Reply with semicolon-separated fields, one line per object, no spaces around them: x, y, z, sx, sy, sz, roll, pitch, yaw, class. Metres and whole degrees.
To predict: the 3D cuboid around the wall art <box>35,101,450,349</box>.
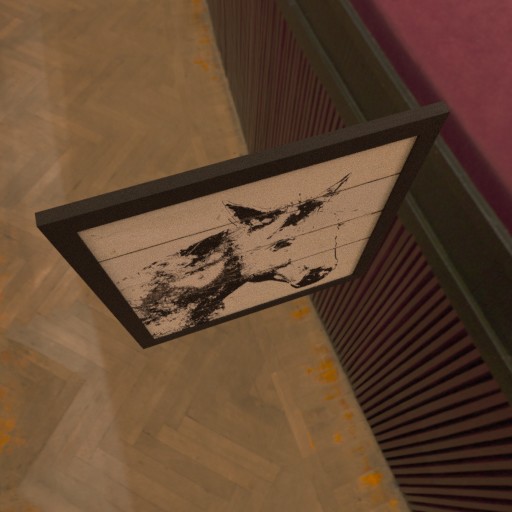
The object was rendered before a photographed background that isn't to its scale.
0.000;0.000;1.493;1.016;1.016;0.038;-17;65;-8;wall art
